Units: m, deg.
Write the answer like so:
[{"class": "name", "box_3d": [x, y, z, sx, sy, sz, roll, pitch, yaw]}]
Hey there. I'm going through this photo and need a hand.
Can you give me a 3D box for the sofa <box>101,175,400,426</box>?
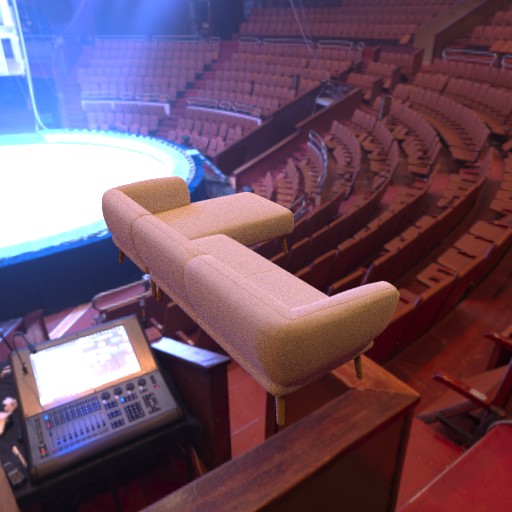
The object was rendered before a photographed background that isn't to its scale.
[{"class": "sofa", "box_3d": [0.000, 0.000, 3.449, 1.610, 0.730, 2.660, -18, 31, -32]}]
